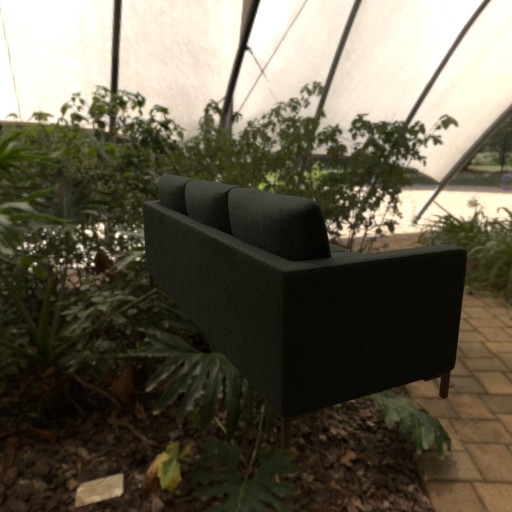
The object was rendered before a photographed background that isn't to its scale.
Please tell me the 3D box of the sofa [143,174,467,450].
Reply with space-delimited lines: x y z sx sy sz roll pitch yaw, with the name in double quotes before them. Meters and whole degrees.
"sofa" 0.000 0.000 2.597 0.859 0.870 2.218 -6 15 -25
